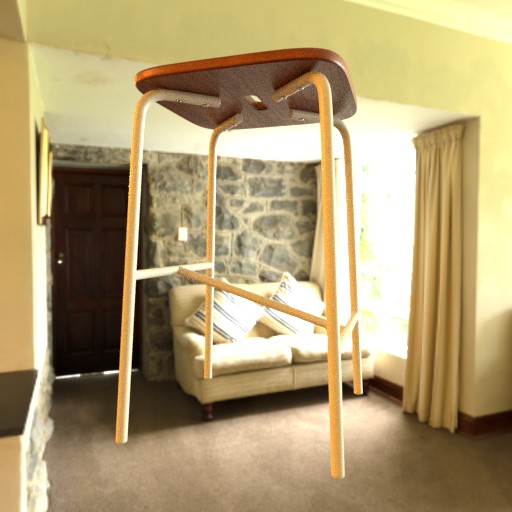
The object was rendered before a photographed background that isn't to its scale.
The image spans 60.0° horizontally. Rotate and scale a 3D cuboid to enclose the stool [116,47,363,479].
[{"bbox_3d":[0.000,0.000,0.845,0.376,0.610,0.376,1,2,17],"label":"stool"}]
